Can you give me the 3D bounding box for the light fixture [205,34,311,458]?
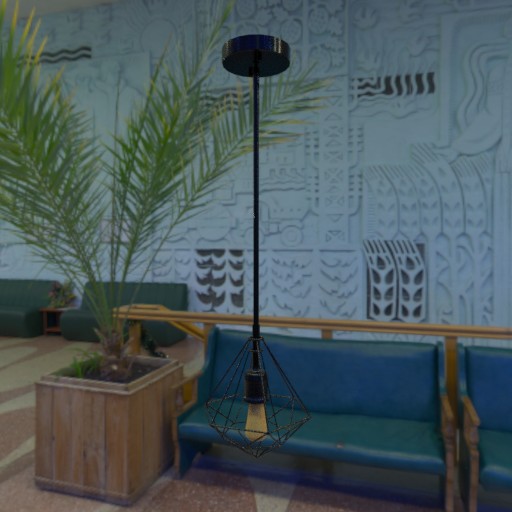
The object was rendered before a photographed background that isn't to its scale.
[{"bbox_3d":[0.000,0.000,1.922,0.487,1.764,0.431,0,1,19],"label":"light fixture"}]
